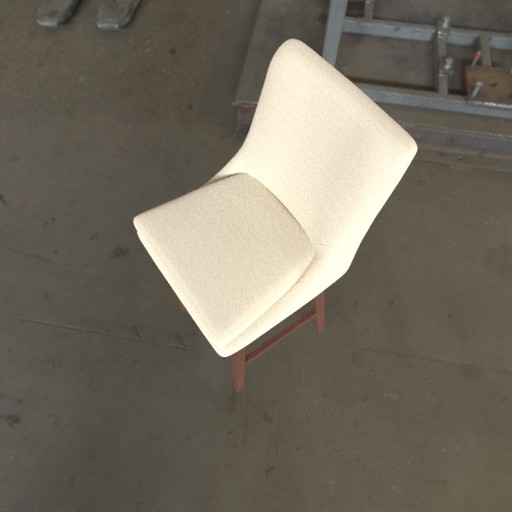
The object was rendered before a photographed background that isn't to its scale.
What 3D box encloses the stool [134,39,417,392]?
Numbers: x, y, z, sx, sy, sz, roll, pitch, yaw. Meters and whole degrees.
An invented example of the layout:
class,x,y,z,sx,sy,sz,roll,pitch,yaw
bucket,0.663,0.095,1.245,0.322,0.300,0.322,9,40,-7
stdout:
class,x,y,z,sx,sy,sz,roll,pitch,yaw
stool,0.000,0.000,1.406,0.559,1.093,0.483,-32,67,-16
